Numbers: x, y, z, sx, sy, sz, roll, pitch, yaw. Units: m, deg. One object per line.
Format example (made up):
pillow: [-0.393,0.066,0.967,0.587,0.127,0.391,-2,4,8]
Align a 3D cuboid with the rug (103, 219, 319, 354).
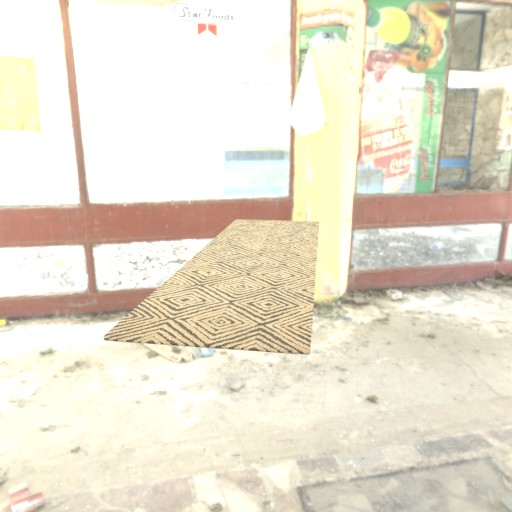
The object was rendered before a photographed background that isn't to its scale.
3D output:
rug: [0.000,0.000,2.482,0.676,0.008,2.277,2,15,8]
